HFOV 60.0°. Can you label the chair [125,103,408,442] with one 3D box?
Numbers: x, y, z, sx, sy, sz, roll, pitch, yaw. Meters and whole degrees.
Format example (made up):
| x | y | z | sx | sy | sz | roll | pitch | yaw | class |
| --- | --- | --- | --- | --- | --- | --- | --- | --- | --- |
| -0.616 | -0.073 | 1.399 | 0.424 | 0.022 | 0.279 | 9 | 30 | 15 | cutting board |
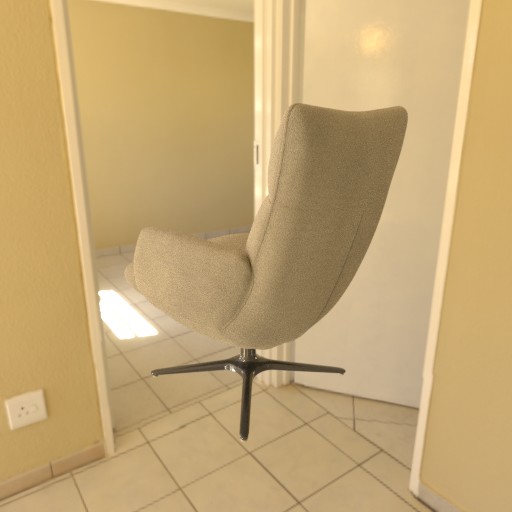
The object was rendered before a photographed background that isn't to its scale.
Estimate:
| x | y | z | sx | sy | sz | roll | pitch | yaw | class |
| --- | --- | --- | --- | --- | --- | --- | --- | --- | --- |
| 0.000 | 0.000 | 1.590 | 0.711 | 1.016 | 0.889 | -17 | 24 | -42 | chair |
